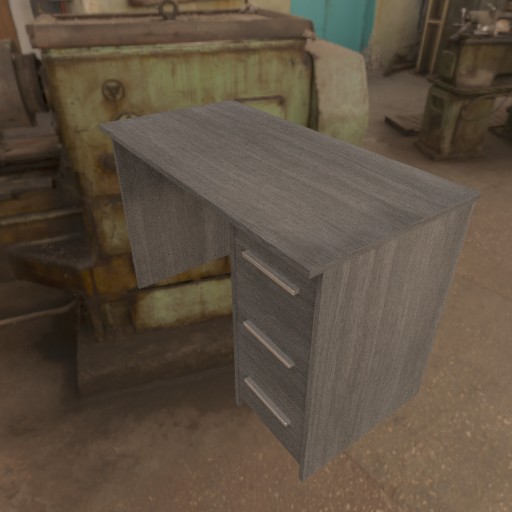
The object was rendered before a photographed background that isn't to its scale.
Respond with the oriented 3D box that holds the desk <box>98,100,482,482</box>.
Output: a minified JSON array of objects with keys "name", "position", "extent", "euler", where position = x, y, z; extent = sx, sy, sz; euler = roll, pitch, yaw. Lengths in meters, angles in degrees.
[{"name":"desk","position":[0.000,0.000,1.513],"extent":[0.560,0.735,1.097],"euler":[-22,39,-30]}]
